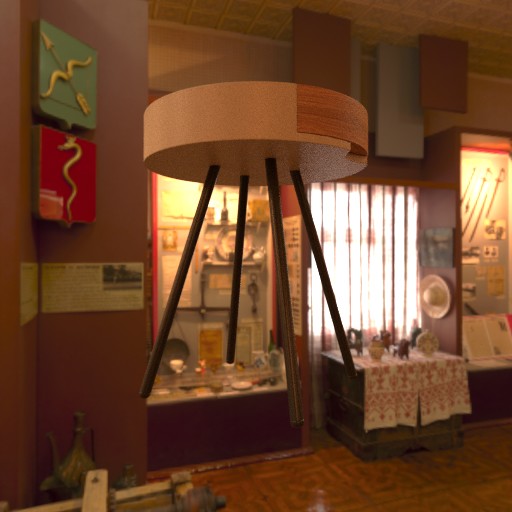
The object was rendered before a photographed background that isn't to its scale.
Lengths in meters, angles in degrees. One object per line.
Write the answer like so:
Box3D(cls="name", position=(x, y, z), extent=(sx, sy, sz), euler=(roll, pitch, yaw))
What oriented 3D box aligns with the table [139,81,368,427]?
Box3D(cls="table", position=(0.000, 0.000, 0.882), extent=(0.450, 0.525, 0.450), euler=(0, 0, 0))
